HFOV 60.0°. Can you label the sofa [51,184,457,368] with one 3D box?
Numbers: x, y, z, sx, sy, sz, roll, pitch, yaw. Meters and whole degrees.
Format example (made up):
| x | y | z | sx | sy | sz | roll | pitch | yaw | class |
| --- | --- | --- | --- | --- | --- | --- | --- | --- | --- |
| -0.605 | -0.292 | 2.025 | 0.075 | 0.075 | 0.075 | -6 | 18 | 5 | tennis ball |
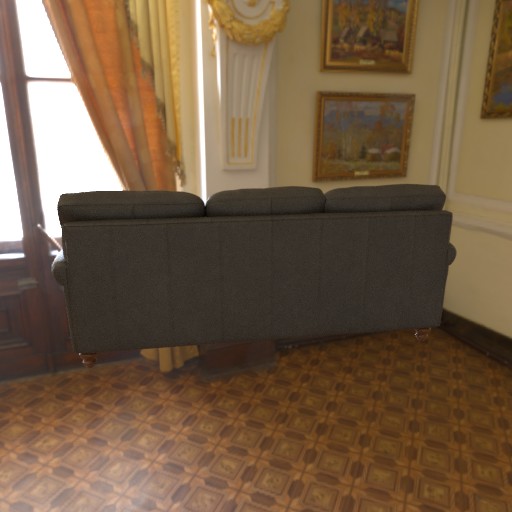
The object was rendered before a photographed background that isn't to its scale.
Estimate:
| x | y | z | sx | sy | sz | roll | pitch | yaw | class |
| --- | --- | --- | --- | --- | --- | --- | --- | --- | --- |
| 0.000 | 0.000 | 2.935 | 2.387 | 0.977 | 0.974 | -3 | 16 | -9 | sofa |
